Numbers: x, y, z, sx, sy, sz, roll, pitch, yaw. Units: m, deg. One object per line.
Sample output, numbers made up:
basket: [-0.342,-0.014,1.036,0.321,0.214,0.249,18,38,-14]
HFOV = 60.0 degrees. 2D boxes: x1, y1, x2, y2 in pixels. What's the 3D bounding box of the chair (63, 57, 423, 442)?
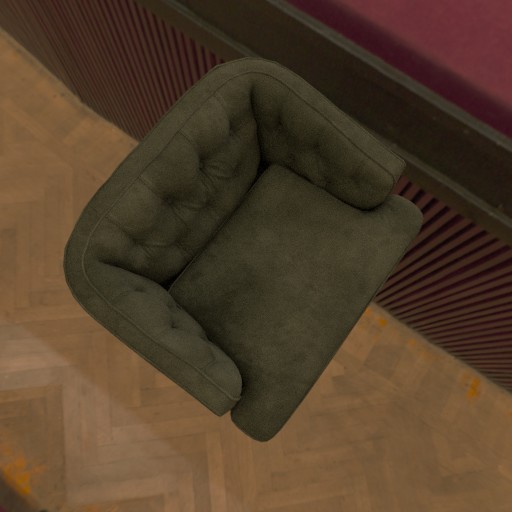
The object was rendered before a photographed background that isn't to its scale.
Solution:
chair: [0.000,0.000,1.760,0.941,0.852,1.104,36,79,8]
